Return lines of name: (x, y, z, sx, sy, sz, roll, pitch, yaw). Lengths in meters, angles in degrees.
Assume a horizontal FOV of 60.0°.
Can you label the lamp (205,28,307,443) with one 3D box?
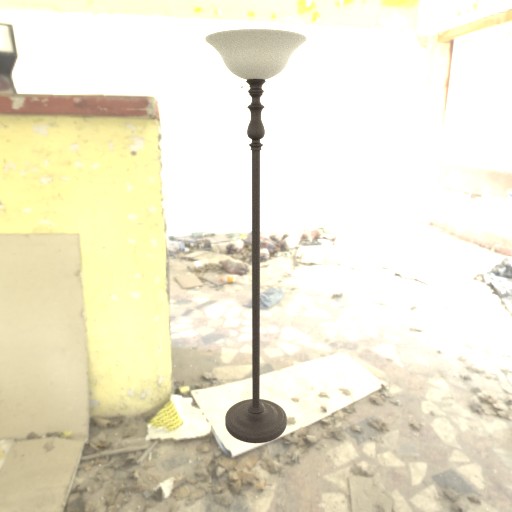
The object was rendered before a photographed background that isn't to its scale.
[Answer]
lamp: (0.000, 0.000, 2.015, 0.405, 1.797, 0.405, 3, 17, 9)
